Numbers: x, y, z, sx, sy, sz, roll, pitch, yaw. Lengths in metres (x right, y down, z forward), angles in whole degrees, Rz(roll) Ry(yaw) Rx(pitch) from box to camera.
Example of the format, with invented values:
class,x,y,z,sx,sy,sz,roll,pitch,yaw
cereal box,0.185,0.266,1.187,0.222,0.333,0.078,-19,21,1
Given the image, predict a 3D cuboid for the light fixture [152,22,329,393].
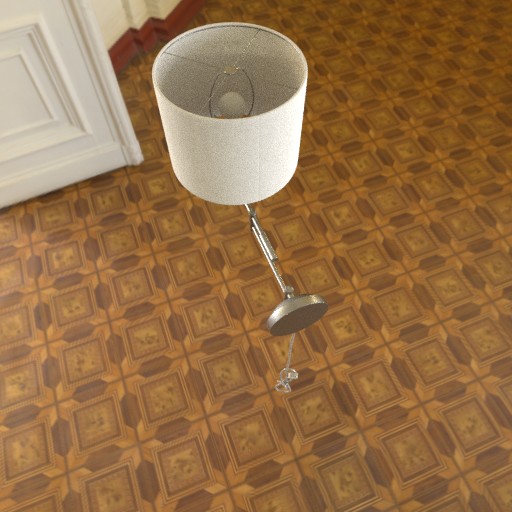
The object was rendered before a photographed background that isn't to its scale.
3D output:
class,x,y,z,sx,sy,sz,roll,pitch,yaw
light fixture,0.000,0.000,1.026,0.253,0.842,0.479,-19,61,-11
